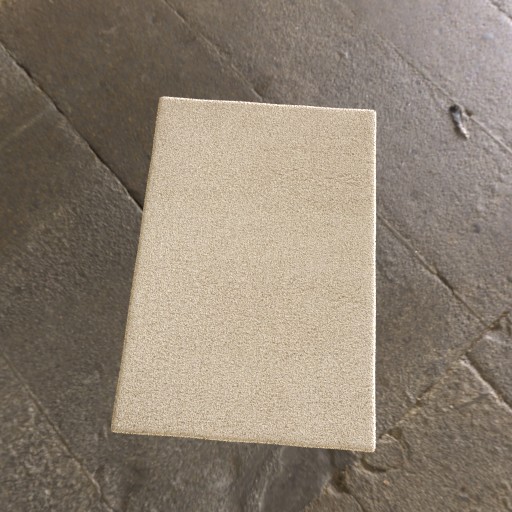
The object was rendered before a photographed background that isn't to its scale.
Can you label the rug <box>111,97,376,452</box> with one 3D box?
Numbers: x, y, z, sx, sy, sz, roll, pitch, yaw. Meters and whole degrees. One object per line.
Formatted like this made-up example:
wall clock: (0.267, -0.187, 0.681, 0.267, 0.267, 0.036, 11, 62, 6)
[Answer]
rug: (0.000, 0.000, 2.268, 1.219, 0.030, 1.778, 4, 75, 1)
